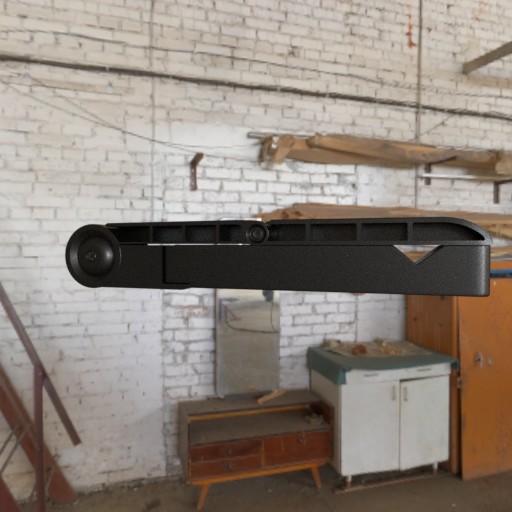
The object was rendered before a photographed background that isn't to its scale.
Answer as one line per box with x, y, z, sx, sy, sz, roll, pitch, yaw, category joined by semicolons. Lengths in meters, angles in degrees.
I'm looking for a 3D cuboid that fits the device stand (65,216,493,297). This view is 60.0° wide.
0.000;0.000;0.191;0.179;0.030;0.026;0;2;18;device stand
